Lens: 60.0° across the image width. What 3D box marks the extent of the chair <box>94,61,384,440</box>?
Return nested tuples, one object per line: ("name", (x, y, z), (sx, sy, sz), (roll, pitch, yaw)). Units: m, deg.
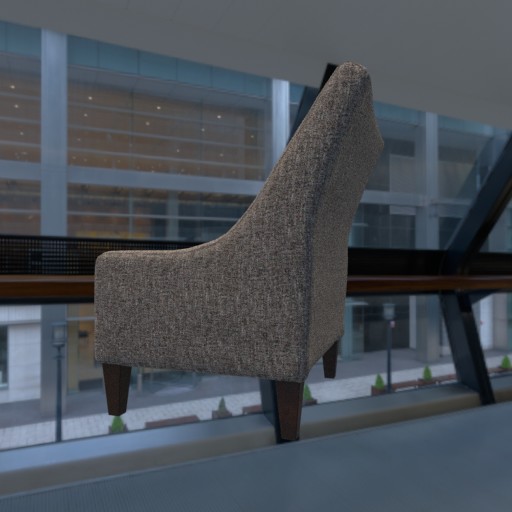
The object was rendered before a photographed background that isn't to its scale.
("chair", (0.000, 0.000, 1.621), (0.870, 1.014, 0.774), (0, -1, 19))
